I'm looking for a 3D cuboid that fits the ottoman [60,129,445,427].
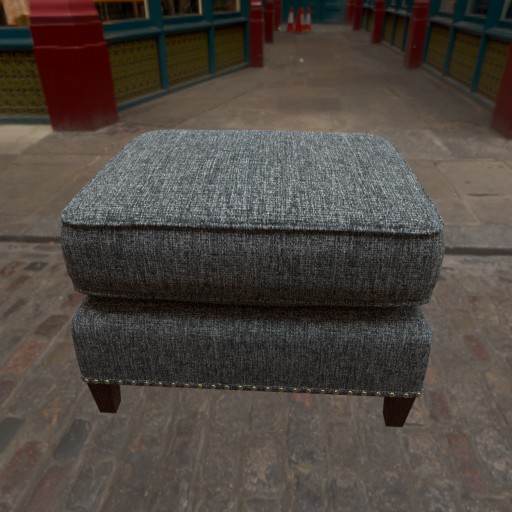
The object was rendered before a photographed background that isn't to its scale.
[{"bbox_3d":[0.000,0.000,1.103,0.738,0.537,0.589,2,32,3],"label":"ottoman"}]
